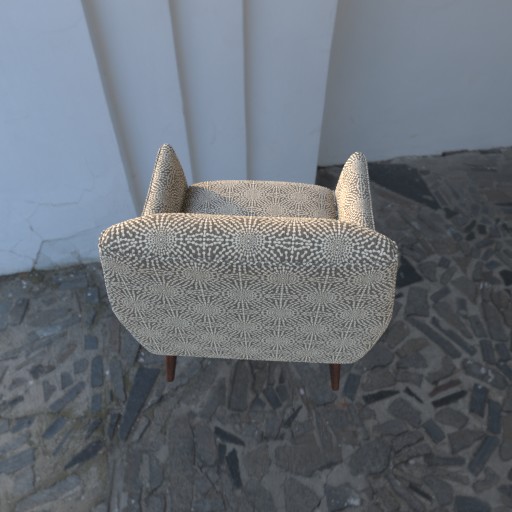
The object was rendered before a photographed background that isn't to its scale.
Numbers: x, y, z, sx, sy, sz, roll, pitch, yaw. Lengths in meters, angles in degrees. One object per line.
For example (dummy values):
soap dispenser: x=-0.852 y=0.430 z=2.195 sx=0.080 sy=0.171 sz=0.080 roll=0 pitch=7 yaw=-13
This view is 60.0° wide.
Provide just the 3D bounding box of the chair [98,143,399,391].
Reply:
chair: x=0.000 y=0.000 z=1.448 sx=0.762 sy=0.838 sz=0.787 roll=2 pitch=46 yaw=2
